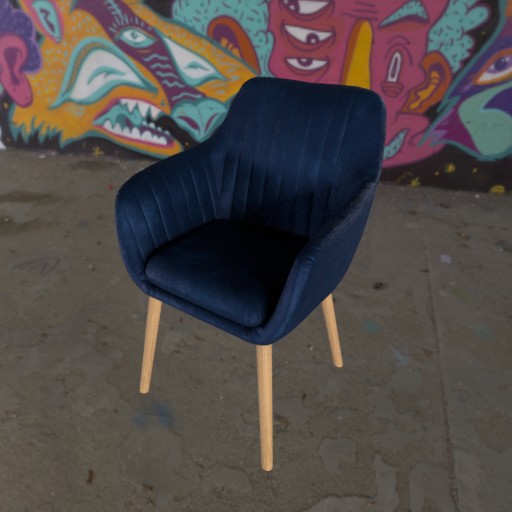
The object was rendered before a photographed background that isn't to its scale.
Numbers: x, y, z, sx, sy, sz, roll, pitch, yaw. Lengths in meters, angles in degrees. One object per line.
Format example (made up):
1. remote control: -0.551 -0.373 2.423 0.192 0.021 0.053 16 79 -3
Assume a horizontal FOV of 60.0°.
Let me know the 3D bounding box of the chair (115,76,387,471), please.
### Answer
1. chair: 0.000 0.000 1.210 0.578 0.826 0.573 19 36 29
